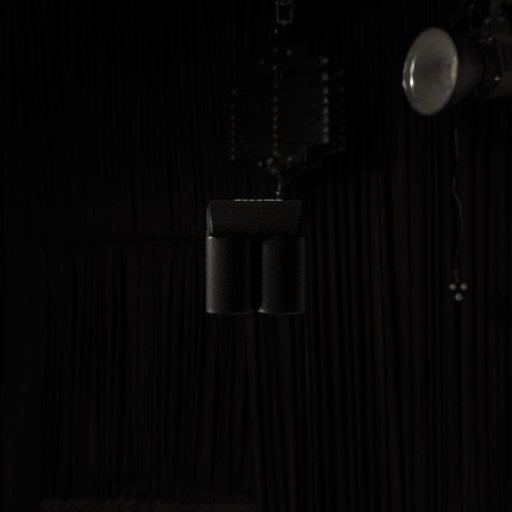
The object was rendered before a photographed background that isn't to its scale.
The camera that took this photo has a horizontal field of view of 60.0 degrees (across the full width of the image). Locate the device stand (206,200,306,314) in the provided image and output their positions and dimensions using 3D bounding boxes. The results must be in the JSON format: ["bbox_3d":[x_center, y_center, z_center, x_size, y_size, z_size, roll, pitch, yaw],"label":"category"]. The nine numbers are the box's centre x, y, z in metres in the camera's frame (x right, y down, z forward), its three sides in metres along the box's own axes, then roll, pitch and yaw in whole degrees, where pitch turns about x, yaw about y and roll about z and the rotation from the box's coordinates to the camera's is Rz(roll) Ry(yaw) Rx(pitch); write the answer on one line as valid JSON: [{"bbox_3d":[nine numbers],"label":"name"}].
[{"bbox_3d":[0.000,0.000,0.191,0.026,0.030,0.179,0,0,0],"label":"device stand"}]
